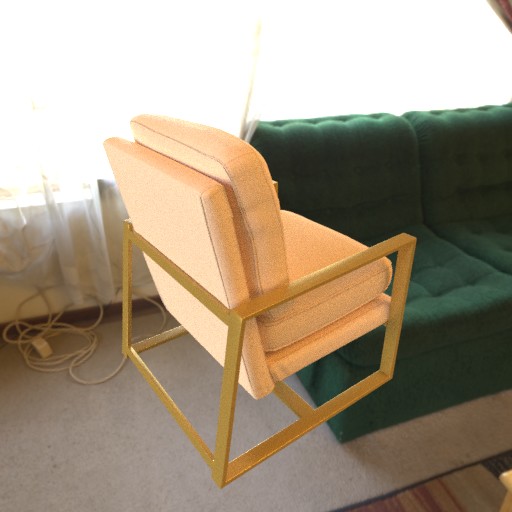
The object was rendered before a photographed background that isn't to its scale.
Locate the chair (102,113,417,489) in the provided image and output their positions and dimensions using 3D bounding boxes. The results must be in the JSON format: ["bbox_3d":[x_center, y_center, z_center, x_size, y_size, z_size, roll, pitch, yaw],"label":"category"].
[{"bbox_3d":[0.000,0.000,1.544,0.813,0.956,0.758,-19,33,-32],"label":"chair"}]
